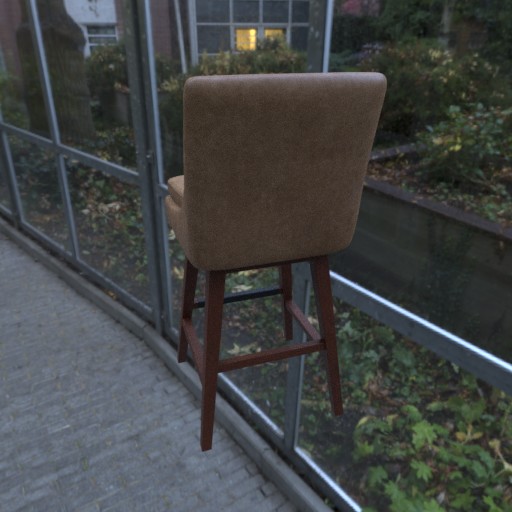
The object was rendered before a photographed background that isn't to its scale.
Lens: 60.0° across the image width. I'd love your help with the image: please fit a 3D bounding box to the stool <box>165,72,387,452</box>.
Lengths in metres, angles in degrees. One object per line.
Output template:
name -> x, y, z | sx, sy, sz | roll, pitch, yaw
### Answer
stool -> 0.000, 0.000, 1.377 | 0.487, 1.079, 0.572 | -8, 27, -17
